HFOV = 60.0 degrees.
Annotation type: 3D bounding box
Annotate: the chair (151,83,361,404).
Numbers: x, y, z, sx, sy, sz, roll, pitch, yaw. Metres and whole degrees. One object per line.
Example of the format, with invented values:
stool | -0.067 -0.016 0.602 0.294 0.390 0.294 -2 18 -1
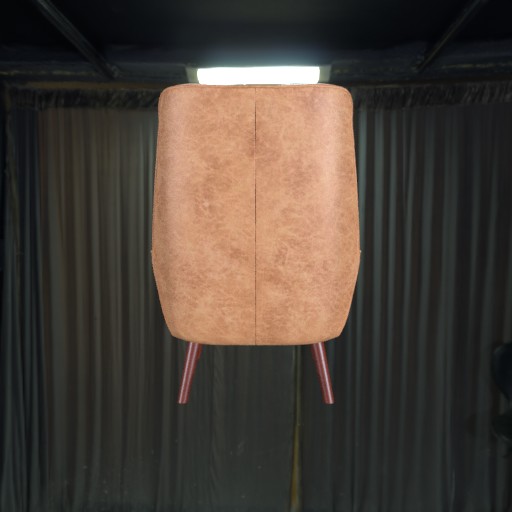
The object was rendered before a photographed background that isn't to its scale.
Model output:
chair | 0.000 0.000 1.501 0.753 0.883 0.851 0 1 0
